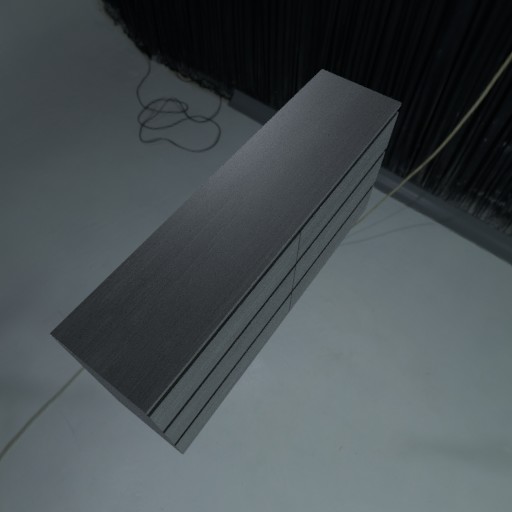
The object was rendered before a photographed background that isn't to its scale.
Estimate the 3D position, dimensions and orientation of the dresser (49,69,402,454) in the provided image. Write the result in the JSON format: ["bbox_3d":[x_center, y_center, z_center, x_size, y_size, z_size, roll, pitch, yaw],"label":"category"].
[{"bbox_3d":[0.000,0.000,1.961,0.400,0.795,1.590,31,63,18],"label":"dresser"}]
